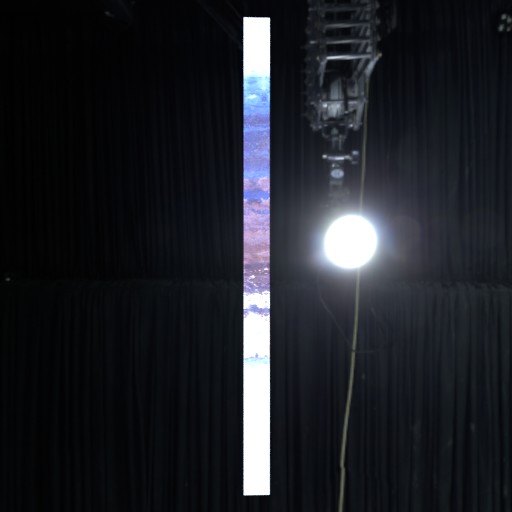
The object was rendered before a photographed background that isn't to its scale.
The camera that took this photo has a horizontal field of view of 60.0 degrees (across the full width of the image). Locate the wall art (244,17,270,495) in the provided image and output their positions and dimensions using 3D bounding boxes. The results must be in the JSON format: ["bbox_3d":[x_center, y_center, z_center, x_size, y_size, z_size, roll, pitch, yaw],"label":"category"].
[{"bbox_3d":[0.000,0.000,1.103,0.048,0.874,0.583,0,1,0],"label":"wall art"}]
